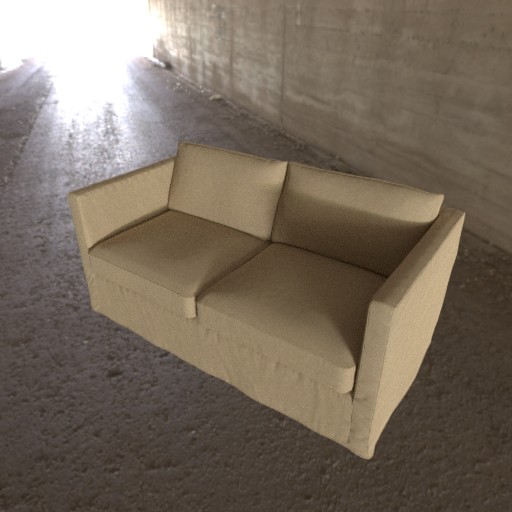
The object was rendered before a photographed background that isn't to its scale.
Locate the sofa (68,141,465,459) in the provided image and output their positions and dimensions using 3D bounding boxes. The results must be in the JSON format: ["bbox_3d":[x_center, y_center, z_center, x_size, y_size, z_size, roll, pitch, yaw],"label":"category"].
[{"bbox_3d":[0.000,0.000,2.249,1.719,0.835,0.962,19,35,30],"label":"sofa"}]
